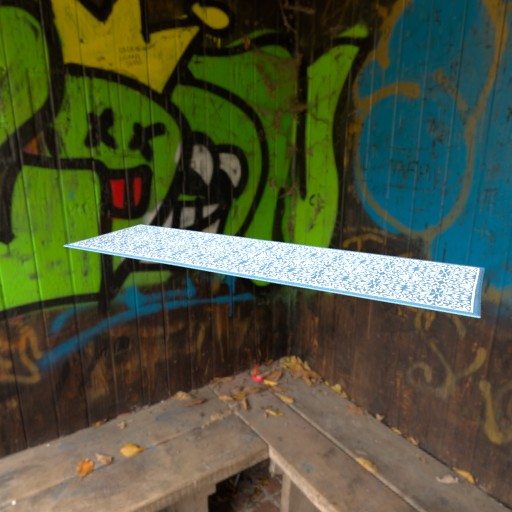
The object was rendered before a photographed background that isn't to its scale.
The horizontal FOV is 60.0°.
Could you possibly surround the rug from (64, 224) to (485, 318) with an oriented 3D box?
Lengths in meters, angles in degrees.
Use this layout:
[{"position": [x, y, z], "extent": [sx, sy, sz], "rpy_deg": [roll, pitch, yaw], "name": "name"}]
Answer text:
[{"position": [0.000, 0.000, 2.385], "extent": [2.196, 0.011, 0.662], "rpy_deg": [8, 18, 26], "name": "rug"}]
